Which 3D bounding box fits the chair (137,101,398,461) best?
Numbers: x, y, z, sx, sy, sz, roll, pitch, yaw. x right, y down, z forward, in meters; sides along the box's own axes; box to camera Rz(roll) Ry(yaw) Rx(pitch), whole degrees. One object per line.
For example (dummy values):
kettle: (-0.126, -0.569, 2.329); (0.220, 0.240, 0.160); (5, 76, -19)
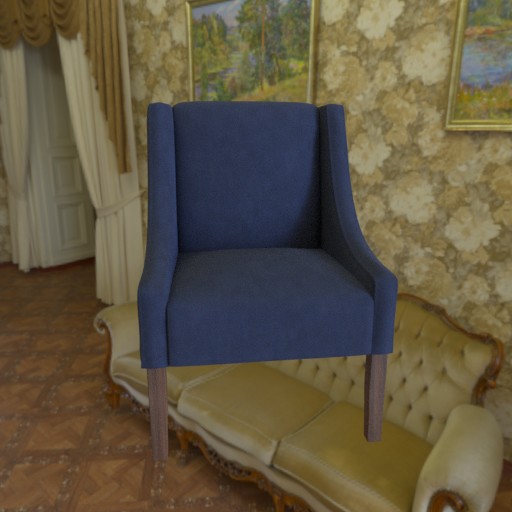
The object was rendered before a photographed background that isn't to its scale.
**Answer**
chair: (0.000, 0.000, 1.307); (0.629, 0.895, 0.629); (-2, 15, -7)
